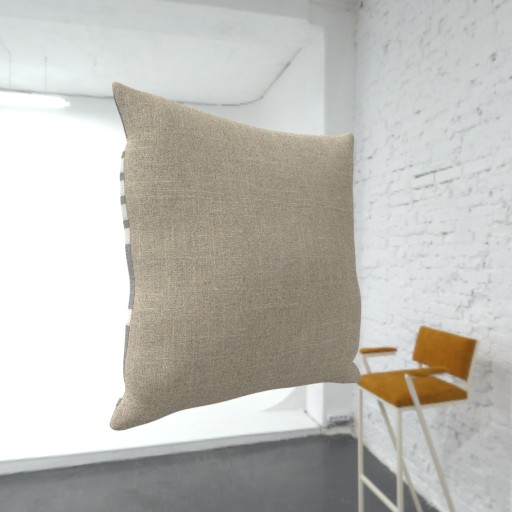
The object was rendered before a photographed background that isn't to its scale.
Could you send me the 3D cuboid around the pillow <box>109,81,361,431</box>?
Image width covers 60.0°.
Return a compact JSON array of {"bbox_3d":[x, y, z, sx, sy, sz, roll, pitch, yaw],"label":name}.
[{"bbox_3d":[0.000,0.000,0.668,0.439,0.440,0.182,1,-1,-35],"label":"pillow"}]
